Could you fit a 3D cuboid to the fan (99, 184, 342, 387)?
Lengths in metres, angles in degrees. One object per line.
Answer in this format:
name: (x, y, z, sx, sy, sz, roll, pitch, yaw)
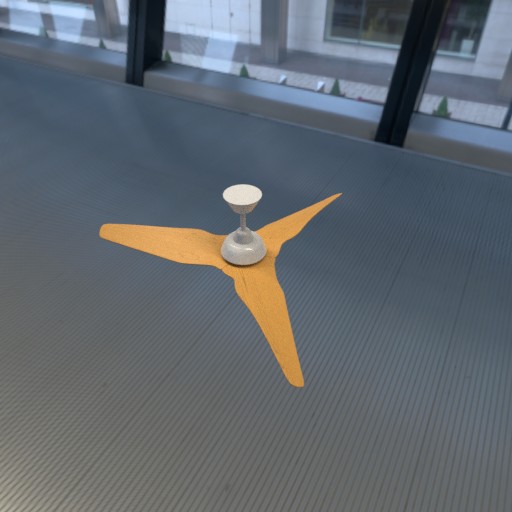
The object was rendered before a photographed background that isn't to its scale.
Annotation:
fan: (0.000, 0.000, 1.639, 1.142, 0.355, 1.010, -11, 41, -13)
